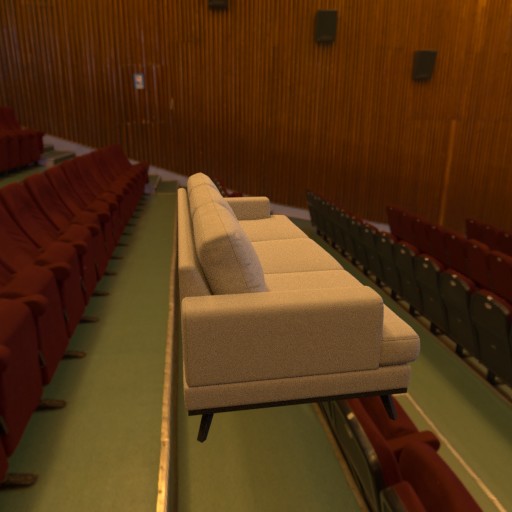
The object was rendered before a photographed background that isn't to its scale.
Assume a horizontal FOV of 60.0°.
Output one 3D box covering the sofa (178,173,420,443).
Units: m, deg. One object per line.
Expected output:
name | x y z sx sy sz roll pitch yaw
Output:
sofa | 0.000 0.000 2.709 0.920 0.810 2.310 -3 17 -9
